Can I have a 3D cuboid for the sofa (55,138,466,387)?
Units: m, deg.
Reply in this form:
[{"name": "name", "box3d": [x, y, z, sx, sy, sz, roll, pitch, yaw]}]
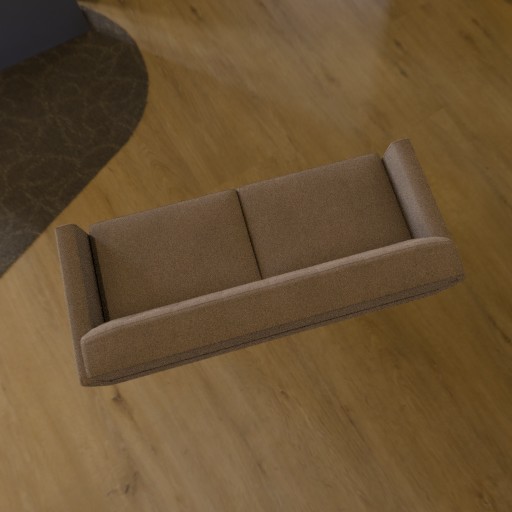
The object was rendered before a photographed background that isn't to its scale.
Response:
[{"name": "sofa", "box3d": [0.000, 0.000, 2.486, 2.029, 0.841, 0.909, -15, 75, -4]}]
